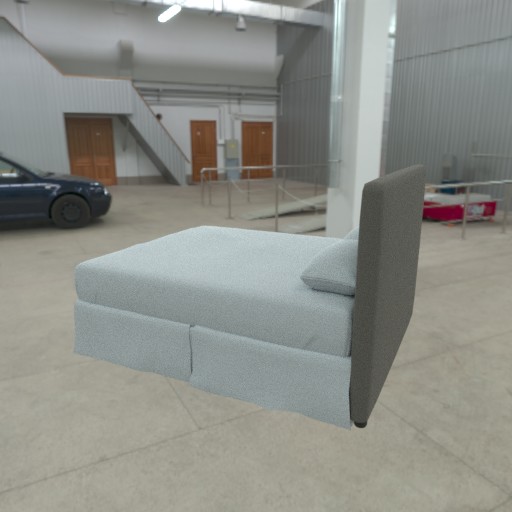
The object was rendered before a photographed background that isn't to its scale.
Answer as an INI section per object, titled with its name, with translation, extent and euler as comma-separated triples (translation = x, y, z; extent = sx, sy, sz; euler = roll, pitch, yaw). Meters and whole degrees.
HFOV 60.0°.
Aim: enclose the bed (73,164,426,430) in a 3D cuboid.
[bed]
translation = 0.000, 0.000, 3.319
extent = 2.142, 1.330, 1.748
euler = 7, 16, 26
